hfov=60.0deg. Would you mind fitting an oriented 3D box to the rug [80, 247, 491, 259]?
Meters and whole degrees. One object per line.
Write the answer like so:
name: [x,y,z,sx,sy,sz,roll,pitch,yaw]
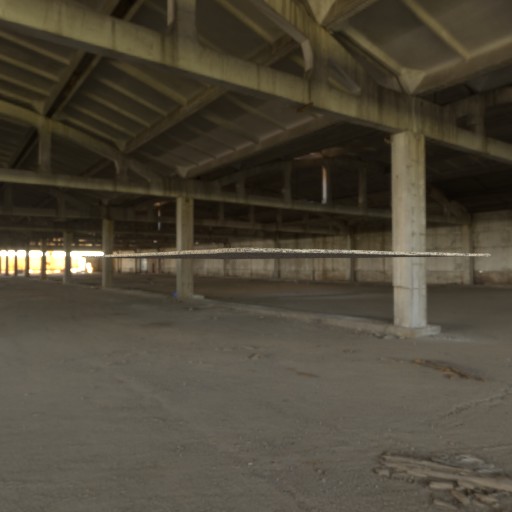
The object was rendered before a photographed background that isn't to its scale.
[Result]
rug: [0.000,0.000,4.210,2.414,0.036,3.199,1,-1,-35]
